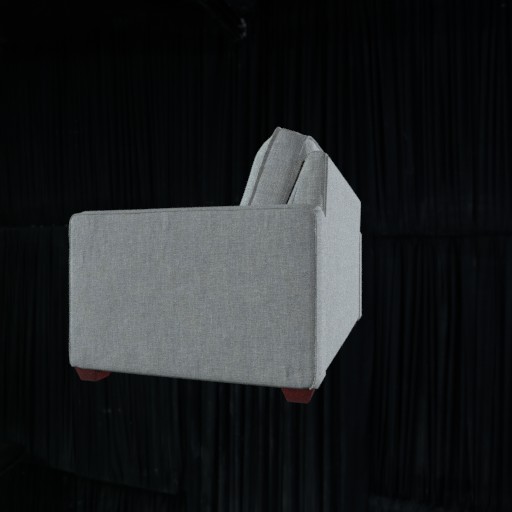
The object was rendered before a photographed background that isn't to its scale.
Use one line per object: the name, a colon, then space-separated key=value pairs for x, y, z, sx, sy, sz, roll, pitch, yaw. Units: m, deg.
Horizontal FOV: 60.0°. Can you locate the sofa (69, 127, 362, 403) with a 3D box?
sofa: x=0.000 y=0.000 z=2.277 sx=0.945 sy=0.915 sz=1.706 roll=0 pitch=0 yaw=18
